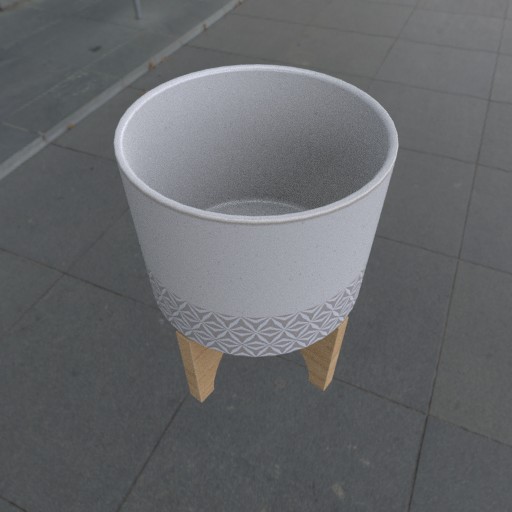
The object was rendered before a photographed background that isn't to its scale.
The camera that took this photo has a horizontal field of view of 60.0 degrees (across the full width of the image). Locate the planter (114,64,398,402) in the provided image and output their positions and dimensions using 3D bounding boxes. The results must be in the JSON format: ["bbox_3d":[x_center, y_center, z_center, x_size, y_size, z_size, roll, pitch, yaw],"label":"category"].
[{"bbox_3d":[0.000,0.000,0.521,0.249,0.343,0.249,0,47,0],"label":"planter"}]
